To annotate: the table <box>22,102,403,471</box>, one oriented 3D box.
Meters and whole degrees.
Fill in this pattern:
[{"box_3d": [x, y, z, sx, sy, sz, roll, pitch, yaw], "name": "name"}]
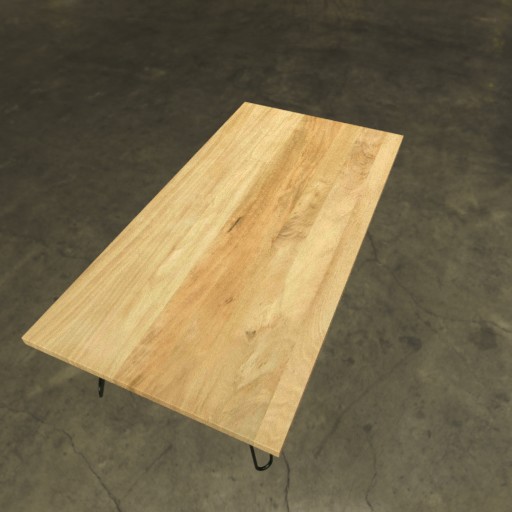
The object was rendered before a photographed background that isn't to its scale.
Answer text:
[{"box_3d": [0.000, 0.000, 1.588, 0.699, 0.400, 1.348, 18, 49, 16], "name": "table"}]
